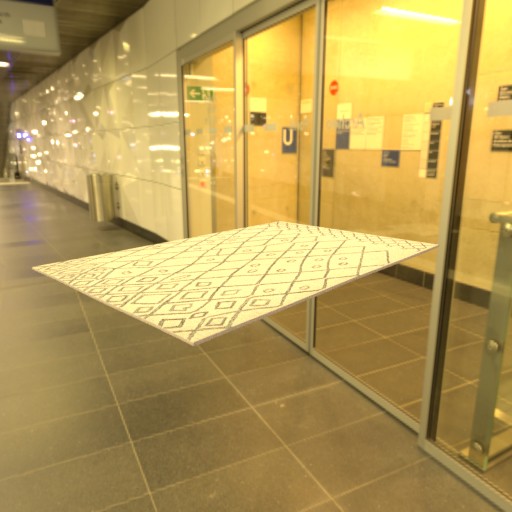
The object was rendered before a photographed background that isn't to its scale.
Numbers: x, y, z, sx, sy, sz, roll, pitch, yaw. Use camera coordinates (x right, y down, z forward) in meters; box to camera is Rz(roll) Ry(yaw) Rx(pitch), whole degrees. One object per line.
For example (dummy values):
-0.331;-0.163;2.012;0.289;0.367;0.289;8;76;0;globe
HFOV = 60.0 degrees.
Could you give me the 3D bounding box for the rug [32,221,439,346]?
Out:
0.000;0.000;2.354;1.222;0.015;1.828;13;19;42;rug
